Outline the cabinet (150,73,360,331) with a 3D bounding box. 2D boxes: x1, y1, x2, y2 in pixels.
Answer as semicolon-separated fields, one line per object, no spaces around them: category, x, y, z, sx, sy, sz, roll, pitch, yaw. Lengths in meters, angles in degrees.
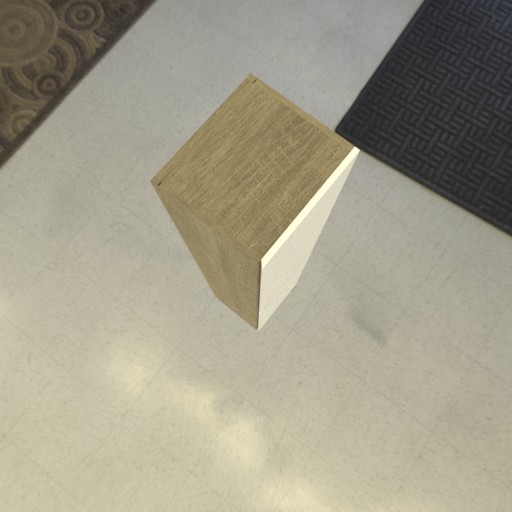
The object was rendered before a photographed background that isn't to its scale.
cabinet;0.000;0.000;1.519;0.270;1.400;0.300;38;79;9
